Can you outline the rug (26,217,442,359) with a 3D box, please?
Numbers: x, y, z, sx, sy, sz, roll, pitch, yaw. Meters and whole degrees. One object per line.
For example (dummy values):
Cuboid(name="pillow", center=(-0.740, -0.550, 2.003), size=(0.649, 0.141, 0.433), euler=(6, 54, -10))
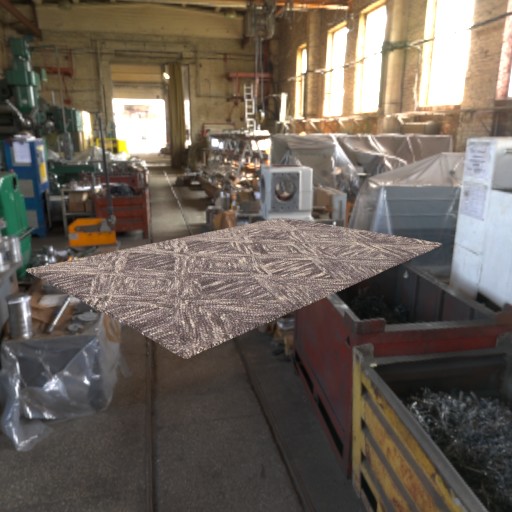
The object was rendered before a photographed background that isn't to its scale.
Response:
Cuboid(name="rug", center=(0.000, 0.000, 2.256), size=(1.186, 0.012, 1.814), euler=(14, 21, 42))
